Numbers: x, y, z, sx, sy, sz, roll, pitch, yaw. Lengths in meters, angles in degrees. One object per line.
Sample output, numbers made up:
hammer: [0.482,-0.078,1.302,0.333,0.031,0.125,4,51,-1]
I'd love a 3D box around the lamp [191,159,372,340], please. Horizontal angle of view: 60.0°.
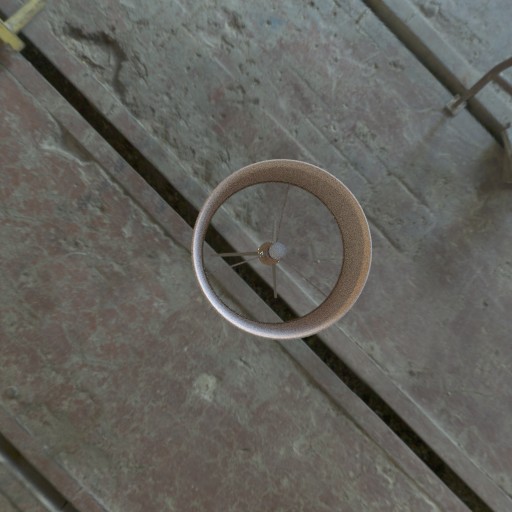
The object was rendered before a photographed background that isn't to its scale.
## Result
lamp: [0.000,0.000,1.765,0.460,1.545,0.449,0,89,-3]
